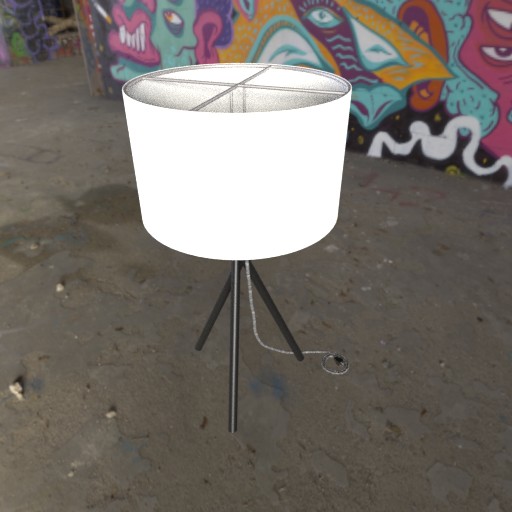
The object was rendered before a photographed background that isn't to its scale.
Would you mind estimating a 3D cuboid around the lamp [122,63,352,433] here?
[{"bbox_3d":[0.000,0.000,0.897,0.422,0.674,0.353,-20,38,-28],"label":"lamp"}]
